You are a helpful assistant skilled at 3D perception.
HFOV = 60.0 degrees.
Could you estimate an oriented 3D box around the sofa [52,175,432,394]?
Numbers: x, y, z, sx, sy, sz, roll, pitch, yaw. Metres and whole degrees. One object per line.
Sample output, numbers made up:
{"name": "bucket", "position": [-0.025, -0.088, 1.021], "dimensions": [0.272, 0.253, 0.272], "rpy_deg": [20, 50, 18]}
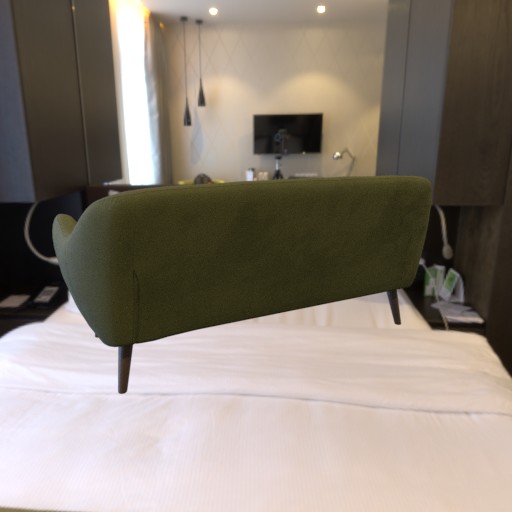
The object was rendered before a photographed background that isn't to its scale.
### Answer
{"name": "sofa", "position": [0.000, 0.000, 2.260], "dimensions": [1.840, 0.836, 0.820], "rpy_deg": [-7, 16, -26]}
